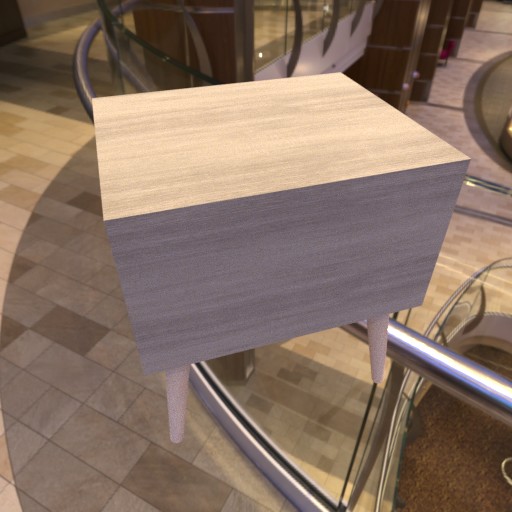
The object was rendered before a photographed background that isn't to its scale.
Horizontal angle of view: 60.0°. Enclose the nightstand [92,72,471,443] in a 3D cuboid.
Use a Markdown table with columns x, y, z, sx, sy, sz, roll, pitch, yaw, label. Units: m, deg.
| x | y | z | sx | sy | sz | roll | pitch | yaw | label |
| --- | --- | --- | --- | --- | --- | --- | --- | --- | --- |
| 0.000 | 0.000 | 0.806 | 0.450 | 0.500 | 0.380 | -11 | 41 | -14 | nightstand |
